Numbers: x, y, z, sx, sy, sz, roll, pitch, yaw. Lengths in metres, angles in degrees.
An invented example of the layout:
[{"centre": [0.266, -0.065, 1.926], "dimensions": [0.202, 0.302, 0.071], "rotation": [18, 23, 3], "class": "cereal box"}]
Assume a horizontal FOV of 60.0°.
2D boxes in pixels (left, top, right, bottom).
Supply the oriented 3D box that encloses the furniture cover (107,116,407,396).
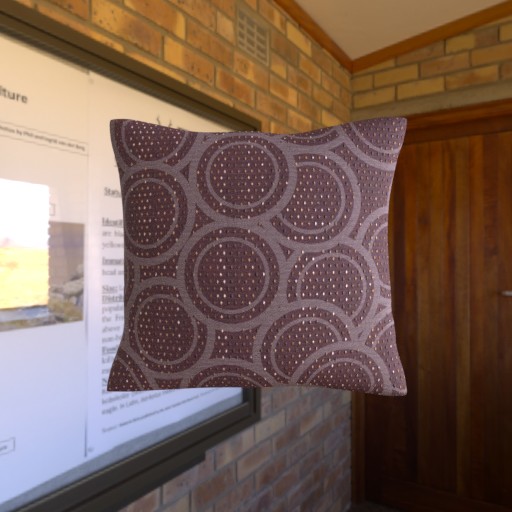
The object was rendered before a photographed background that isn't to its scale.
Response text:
[{"centre": [0.000, 0.000, 0.818], "dimensions": [0.552, 0.509, 0.193], "rotation": [0, 0, 1], "class": "furniture cover"}]
